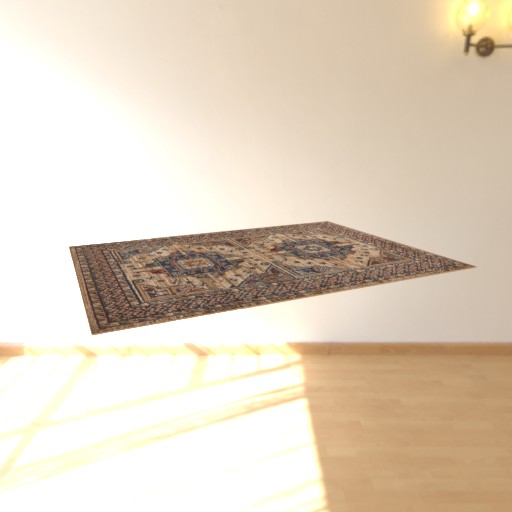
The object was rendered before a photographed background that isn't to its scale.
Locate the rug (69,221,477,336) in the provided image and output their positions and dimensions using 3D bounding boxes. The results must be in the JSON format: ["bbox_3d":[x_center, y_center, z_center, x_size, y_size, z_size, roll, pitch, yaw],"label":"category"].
[{"bbox_3d":[0.000,0.000,2.947,2.227,0.008,1.611,-7,17,-24],"label":"rug"}]
